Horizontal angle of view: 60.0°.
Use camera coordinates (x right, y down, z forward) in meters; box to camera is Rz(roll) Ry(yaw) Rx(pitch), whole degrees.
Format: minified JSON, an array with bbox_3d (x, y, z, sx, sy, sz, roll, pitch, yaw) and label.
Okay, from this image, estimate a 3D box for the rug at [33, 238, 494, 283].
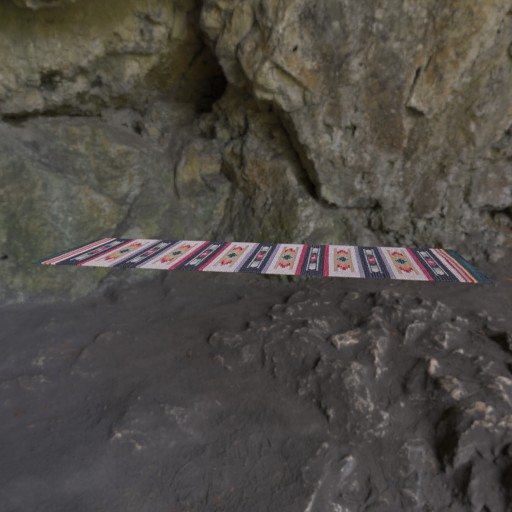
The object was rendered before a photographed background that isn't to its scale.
[{"bbox_3d":[0.000,0.000,2.677,2.440,0.009,0.760,2,13,9],"label":"rug"}]
